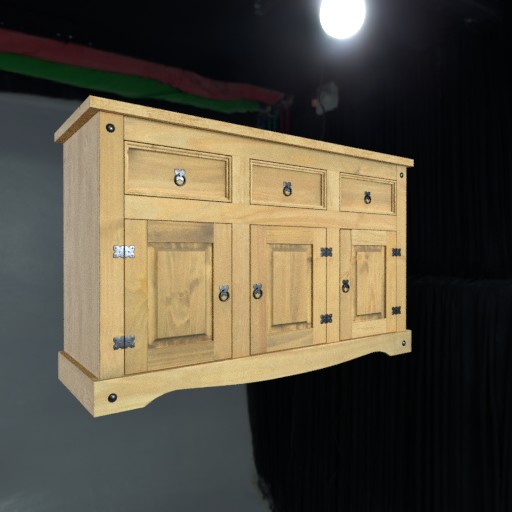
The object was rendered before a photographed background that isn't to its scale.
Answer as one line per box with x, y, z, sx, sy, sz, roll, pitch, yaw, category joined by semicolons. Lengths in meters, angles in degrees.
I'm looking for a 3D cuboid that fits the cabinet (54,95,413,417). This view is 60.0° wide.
0.000;0.000;1.668;1.321;0.810;0.432;0;0;-35;cabinet
